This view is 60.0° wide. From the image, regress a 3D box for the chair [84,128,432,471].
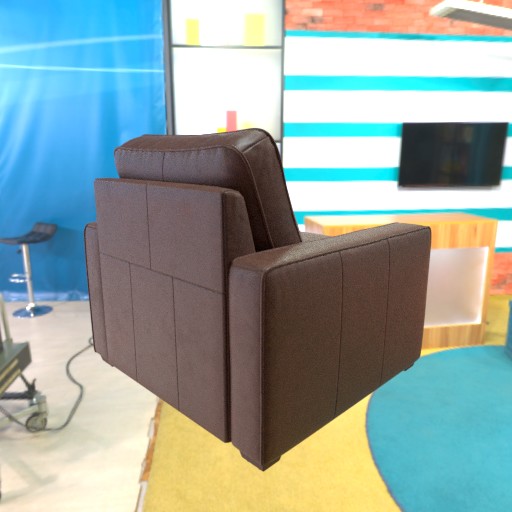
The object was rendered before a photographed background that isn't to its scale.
[{"bbox_3d":[0.000,0.000,1.727,0.940,0.919,1.017,-13,18,-43],"label":"chair"}]
